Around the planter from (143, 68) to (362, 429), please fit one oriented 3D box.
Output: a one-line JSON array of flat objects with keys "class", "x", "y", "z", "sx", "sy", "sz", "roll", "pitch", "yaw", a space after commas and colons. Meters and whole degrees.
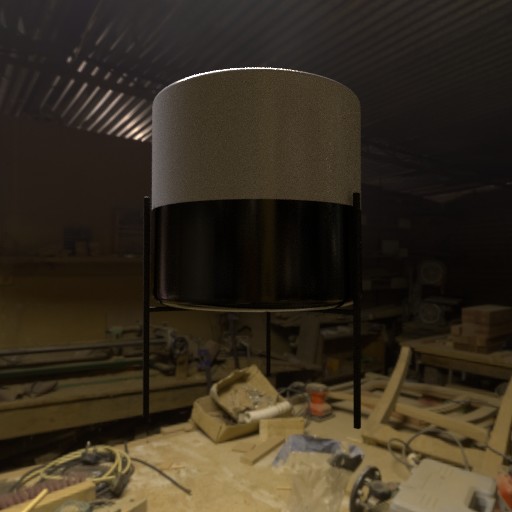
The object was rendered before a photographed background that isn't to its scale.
[{"class": "planter", "x": 0.000, "y": 0.000, "z": 0.649, "sx": 0.310, "sy": 0.432, "sz": 0.310, "roll": 1, "pitch": -1, "yaw": -37}]
